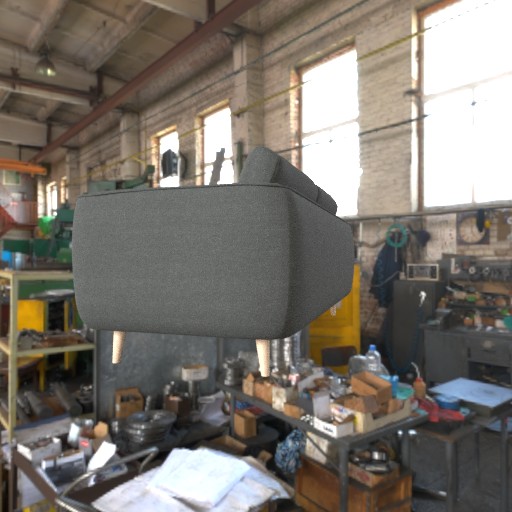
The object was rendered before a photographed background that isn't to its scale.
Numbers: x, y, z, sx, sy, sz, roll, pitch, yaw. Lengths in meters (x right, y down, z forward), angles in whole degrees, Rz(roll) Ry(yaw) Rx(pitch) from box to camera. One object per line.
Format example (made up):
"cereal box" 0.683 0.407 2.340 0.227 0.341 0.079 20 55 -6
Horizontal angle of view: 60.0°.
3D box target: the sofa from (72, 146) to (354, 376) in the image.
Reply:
"sofa" 0.000 0.000 2.470 0.920 0.850 2.000 0 0 18
